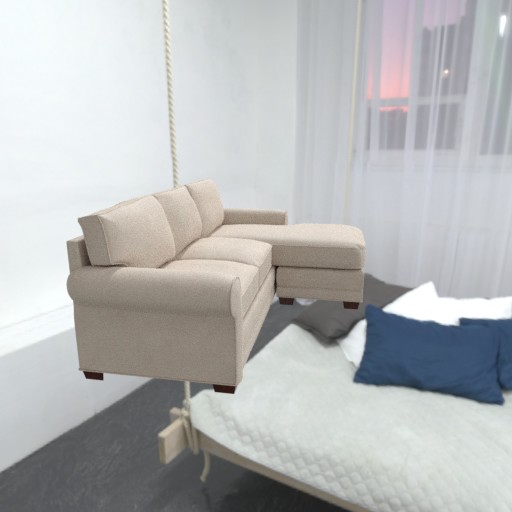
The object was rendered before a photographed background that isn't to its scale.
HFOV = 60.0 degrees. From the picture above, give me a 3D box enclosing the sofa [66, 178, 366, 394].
[{"bbox_3d":[0.000,0.000,2.451,1.226,0.734,1.770,3,15,10],"label":"sofa"}]
